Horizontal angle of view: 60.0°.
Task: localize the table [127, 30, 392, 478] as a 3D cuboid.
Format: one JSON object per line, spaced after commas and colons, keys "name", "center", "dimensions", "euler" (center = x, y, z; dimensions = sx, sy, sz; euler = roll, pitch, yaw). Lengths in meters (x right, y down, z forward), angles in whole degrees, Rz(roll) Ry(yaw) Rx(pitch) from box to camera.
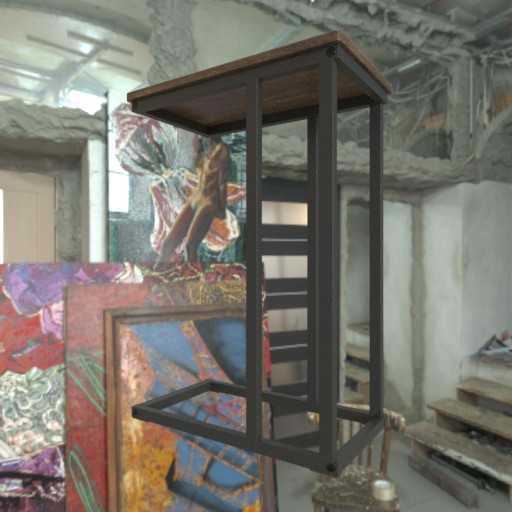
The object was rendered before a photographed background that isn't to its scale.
{"name": "table", "center": [0.000, 0.000, 0.851], "dimensions": [0.450, 0.637, 0.254], "euler": [0, 0, 34]}
